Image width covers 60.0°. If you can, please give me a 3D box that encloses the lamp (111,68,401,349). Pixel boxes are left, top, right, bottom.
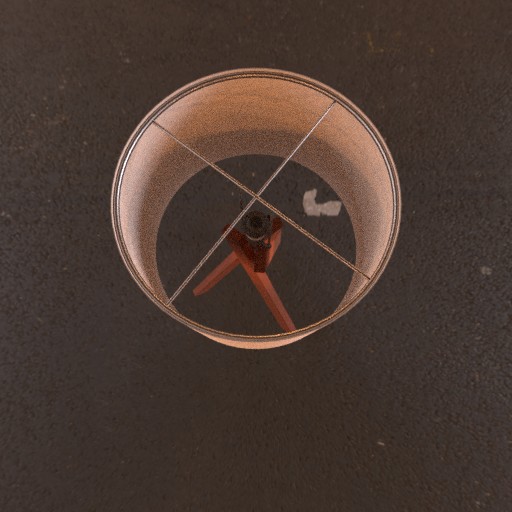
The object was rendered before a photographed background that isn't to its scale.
[{"bbox_3d":[0.000,0.000,0.913,0.380,0.686,0.380,37,79,8],"label":"lamp"}]
